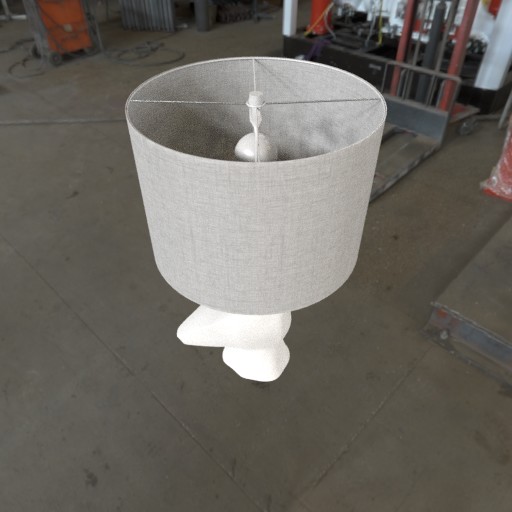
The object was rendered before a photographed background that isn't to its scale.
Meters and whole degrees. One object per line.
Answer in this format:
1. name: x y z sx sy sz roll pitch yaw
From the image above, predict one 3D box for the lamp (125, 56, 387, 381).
1. lamp: 0.000 0.000 0.680 0.298 0.503 0.298 -1 42 -1
